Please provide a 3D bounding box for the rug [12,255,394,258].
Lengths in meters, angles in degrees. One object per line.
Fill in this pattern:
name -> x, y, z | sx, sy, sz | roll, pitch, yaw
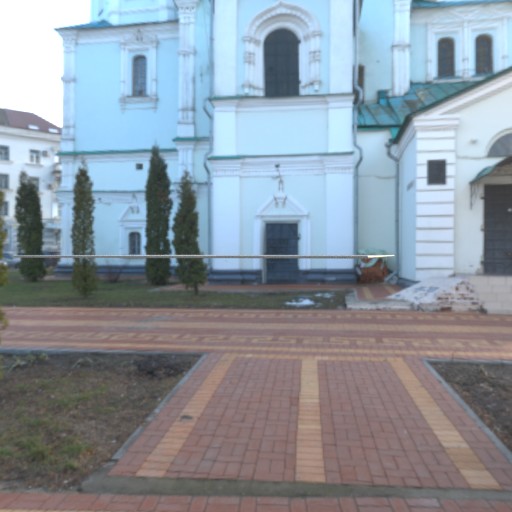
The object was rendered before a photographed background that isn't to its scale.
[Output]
rug -> 0.000, 0.000, 2.698 | 1.533, 0.010, 2.142 | 0, 0, 19
